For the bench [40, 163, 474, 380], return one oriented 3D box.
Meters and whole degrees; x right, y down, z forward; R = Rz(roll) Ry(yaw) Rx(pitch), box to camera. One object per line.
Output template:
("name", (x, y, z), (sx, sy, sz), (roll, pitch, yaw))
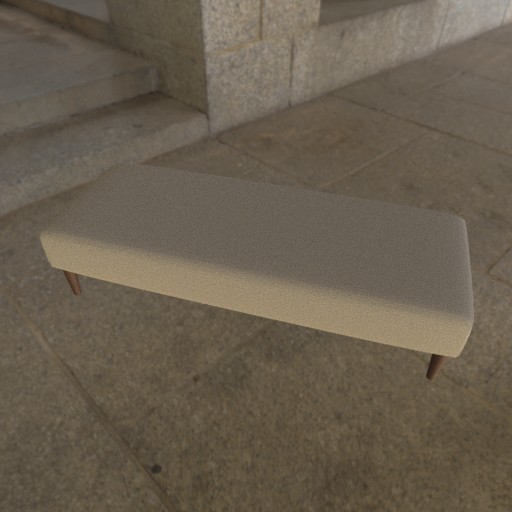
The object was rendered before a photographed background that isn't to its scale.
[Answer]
("bench", (0.000, 0.000, 1.874), (1.609, 0.393, 0.646), (11, 41, 13))
